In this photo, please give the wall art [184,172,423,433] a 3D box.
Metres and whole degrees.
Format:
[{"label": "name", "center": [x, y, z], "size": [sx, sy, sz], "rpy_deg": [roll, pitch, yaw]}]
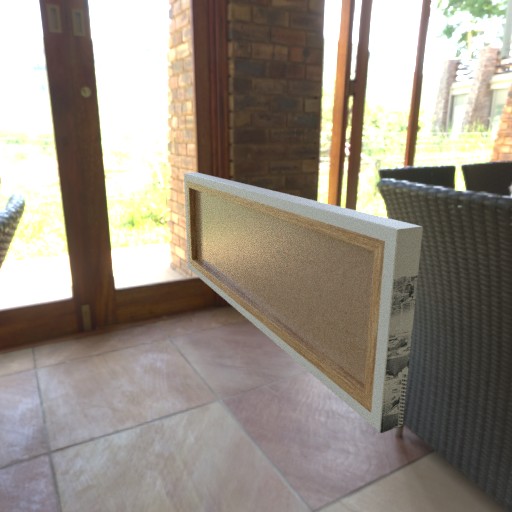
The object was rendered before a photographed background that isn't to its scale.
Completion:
[{"label": "wall art", "center": [0.000, 0.000, 0.845], "size": [0.038, 0.255, 0.763], "rpy_deg": [-8, 17, -25]}]
